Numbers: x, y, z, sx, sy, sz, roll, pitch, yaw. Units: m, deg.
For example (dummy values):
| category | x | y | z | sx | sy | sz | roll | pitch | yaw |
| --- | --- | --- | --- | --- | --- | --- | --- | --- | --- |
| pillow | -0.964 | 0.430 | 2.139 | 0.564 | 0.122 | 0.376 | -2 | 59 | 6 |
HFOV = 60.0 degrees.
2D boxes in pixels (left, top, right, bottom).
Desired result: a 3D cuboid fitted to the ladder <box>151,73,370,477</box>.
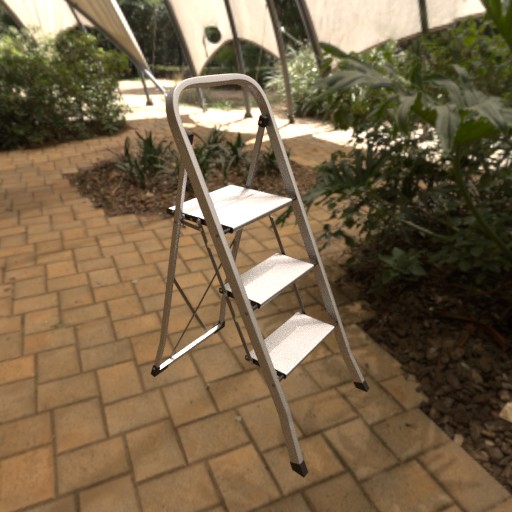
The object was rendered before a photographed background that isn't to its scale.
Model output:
| category | x | y | z | sx | sy | sz | roll | pitch | yaw |
| --- | --- | --- | --- | --- | --- | --- | --- | --- | --- |
| ladder | 0.000 | 0.000 | 1.427 | 0.704 | 1.070 | 0.465 | 18 | 32 | 33 |
